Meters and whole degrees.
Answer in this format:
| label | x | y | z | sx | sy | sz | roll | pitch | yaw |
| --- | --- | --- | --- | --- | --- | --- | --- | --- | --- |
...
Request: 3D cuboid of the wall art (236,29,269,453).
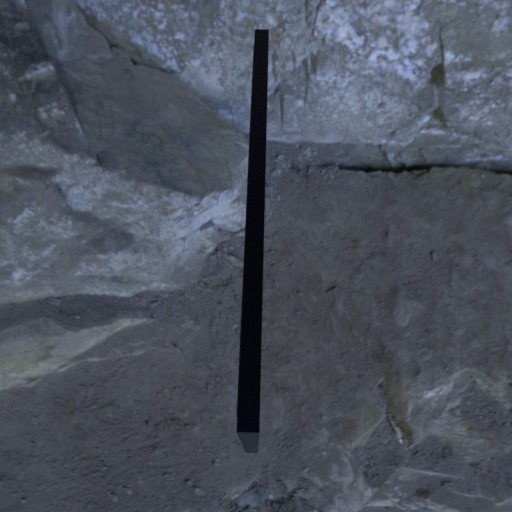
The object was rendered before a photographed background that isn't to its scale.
| label | x | y | z | sx | sy | sz | roll | pitch | yaw |
| --- | --- | --- | --- | --- | --- | --- | --- | --- | --- |
| wall art | 0.000 | 0.000 | 0.833 | 0.027 | 0.458 | 0.657 | 1 | 64 | 1 |
